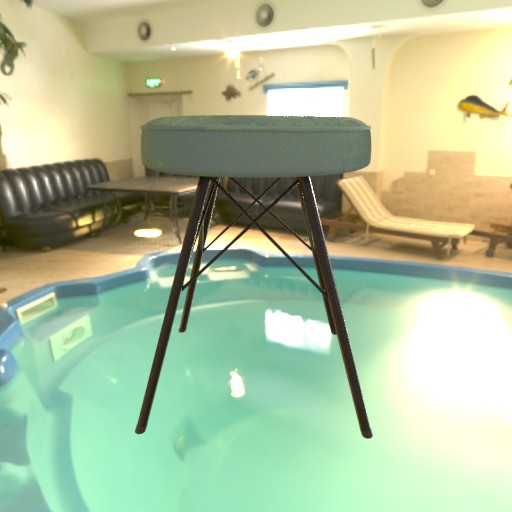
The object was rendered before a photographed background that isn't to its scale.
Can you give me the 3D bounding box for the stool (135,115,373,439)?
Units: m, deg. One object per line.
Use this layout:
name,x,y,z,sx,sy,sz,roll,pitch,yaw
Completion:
stool,0.000,0.000,0.867,0.458,0.519,0.457,3,17,10
